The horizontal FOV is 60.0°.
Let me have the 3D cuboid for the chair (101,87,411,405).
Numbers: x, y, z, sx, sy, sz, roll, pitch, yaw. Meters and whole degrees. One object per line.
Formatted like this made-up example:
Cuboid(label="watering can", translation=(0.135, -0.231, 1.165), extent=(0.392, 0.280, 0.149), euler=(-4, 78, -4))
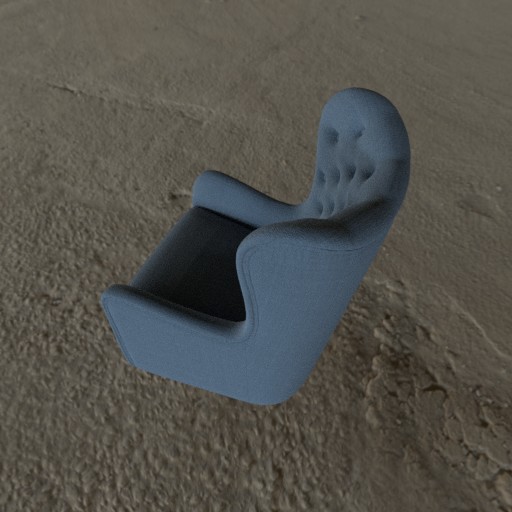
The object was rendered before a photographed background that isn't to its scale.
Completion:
Cuboid(label="chair", translation=(0.000, 0.000, 1.705), extent=(0.930, 1.079, 0.831), euler=(16, 48, 15))
